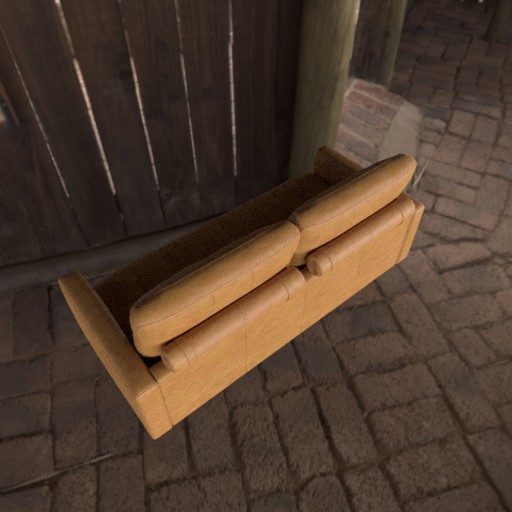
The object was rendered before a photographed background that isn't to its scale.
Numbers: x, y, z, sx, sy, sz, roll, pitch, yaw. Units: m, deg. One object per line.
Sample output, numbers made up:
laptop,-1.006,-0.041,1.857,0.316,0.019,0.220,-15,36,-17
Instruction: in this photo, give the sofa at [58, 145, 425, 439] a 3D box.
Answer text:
sofa,0.000,0.000,2.356,1.821,0.898,0.850,-31,54,-25
